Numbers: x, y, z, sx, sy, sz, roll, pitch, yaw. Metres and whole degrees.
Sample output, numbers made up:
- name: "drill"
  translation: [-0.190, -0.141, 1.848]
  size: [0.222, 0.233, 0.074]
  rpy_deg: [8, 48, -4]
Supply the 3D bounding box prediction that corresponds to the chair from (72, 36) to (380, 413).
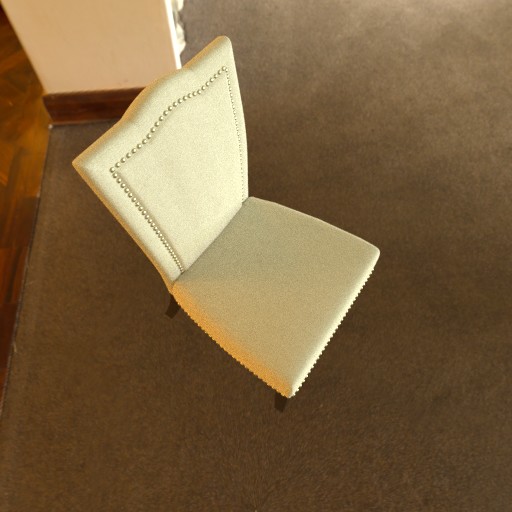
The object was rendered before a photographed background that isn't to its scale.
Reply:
- name: "chair"
  translation: [0.000, 0.000, 1.276]
  size: [0.589, 0.946, 0.518]
  rpy_deg: [31, 65, 16]
